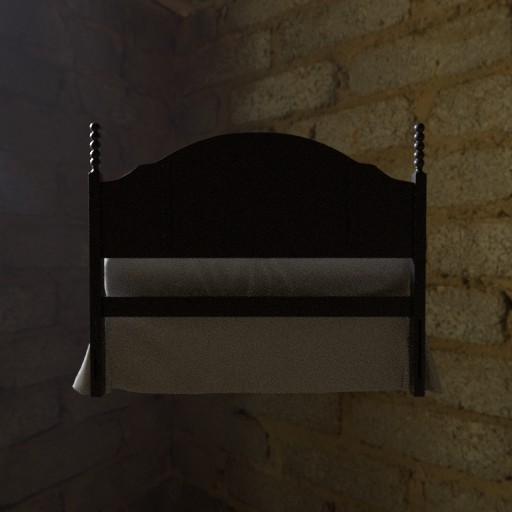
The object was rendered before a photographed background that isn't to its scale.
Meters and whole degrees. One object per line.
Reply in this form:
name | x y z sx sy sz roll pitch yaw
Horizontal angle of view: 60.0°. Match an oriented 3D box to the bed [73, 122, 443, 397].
bed | 0.000 0.000 3.183 1.873 1.356 2.040 0 1 0
